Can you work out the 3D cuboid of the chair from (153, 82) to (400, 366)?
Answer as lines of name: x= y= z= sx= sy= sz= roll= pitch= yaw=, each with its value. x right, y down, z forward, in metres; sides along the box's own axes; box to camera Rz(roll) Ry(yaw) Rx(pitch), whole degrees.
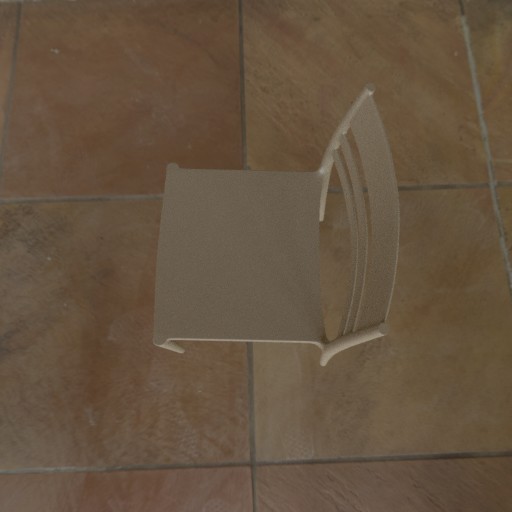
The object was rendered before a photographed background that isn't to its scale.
chair: x=0.000 y=0.000 z=1.157 sx=0.511 sy=0.800 sz=0.531 roll=1 pitch=75 yaw=0
